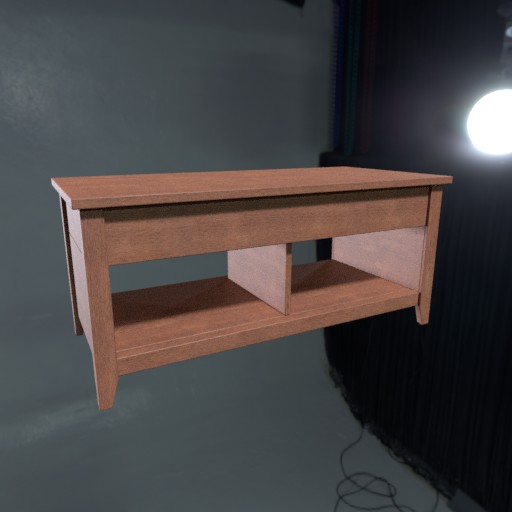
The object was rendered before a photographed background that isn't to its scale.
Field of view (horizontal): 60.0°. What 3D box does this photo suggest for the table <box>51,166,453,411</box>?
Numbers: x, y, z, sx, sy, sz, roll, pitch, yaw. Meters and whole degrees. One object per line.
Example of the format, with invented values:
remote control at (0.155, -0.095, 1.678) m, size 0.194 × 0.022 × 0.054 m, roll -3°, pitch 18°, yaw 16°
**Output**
table at (0.000, 0.000, 1.299) m, size 1.016 × 0.457 × 0.483 m, roll -8°, pitch 17°, yaw -27°
